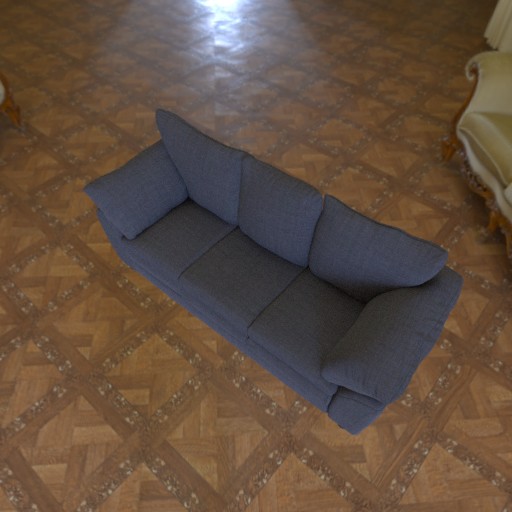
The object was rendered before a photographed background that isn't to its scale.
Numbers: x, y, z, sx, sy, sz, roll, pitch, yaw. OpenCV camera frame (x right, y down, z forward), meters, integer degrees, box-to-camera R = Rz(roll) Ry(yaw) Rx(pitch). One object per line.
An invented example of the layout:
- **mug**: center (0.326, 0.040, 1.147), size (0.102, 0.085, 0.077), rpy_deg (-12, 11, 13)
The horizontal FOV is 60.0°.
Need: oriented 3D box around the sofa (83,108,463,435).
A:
- **sofa**: center (0.000, 0.000, 2.844), size (2.336, 1.080, 0.883), rpy_deg (32, 55, 26)
